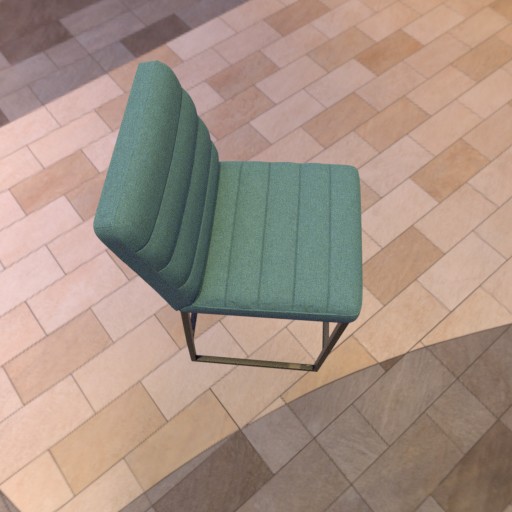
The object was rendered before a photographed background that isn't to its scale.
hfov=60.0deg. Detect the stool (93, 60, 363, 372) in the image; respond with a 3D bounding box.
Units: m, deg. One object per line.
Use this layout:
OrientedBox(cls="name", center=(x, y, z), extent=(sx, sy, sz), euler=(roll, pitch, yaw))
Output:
OrientedBox(cls="stool", center=(0.000, 0.000, 1.338), extent=(0.560, 1.040, 0.460), euler=(4, 64, 2))
